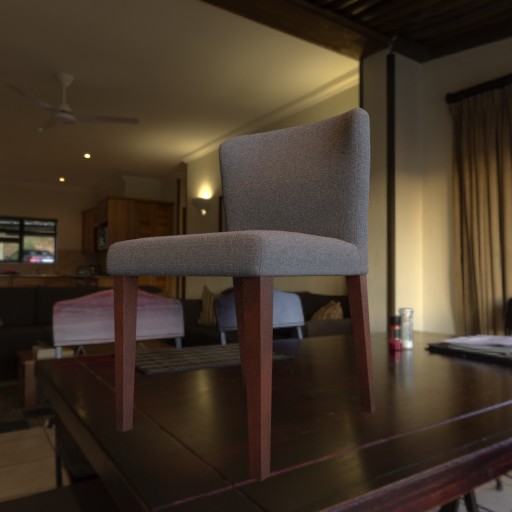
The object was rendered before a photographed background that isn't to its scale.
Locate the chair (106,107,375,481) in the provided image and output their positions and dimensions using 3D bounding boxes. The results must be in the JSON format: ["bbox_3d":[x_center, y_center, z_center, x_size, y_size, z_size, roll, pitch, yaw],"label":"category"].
[{"bbox_3d":[0.000,0.000,1.156,0.491,0.839,0.589,-2,-3,37],"label":"chair"}]
